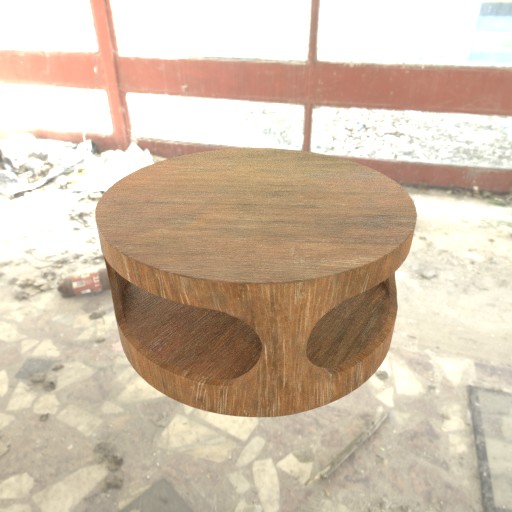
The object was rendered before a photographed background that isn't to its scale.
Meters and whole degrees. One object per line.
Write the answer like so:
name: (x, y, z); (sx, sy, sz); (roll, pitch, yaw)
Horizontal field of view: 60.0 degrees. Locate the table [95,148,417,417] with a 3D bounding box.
table: (0.000, 0.000, 1.521); (0.974, 0.450, 0.974); (0, 31, 0)
